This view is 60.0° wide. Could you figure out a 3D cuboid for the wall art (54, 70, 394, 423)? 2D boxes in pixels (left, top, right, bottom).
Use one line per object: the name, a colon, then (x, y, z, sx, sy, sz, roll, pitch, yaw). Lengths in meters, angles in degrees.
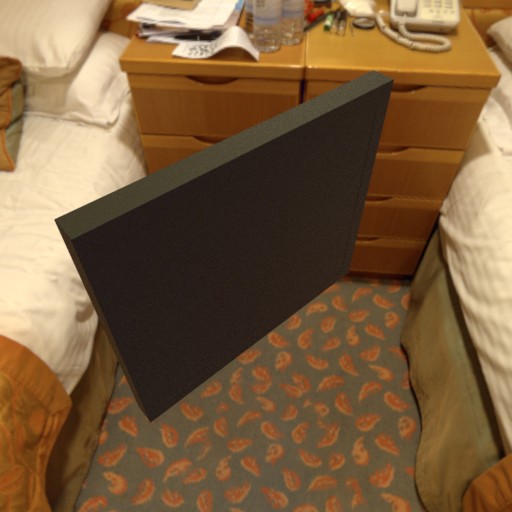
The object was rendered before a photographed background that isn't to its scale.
wall art: (0.000, 0.000, 0.535, 0.381, 0.330, 0.029, -33, 55, -27)
